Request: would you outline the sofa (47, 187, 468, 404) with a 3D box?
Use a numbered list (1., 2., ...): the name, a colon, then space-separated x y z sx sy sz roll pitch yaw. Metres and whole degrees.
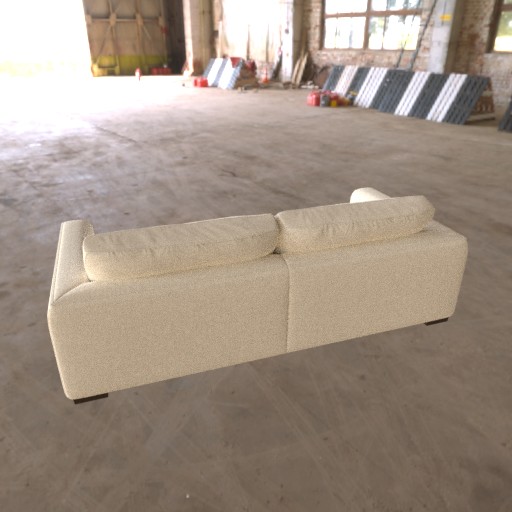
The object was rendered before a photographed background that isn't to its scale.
1. sofa: 0.000 0.000 2.714 2.262 0.801 1.070 -9 28 -17
